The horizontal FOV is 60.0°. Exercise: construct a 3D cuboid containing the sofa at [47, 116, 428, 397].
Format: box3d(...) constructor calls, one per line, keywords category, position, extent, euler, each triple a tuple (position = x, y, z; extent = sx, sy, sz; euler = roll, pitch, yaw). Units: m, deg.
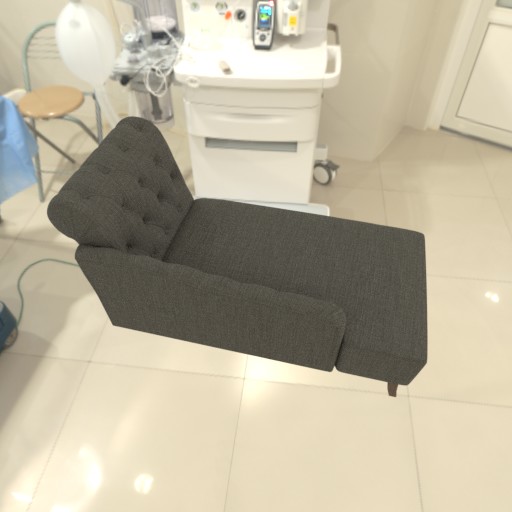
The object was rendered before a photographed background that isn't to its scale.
box3d(category="sofa", position=(0.000, 0.000, 1.832), extent=(1.379, 0.787, 0.675), euler=(10, 48, 9))
